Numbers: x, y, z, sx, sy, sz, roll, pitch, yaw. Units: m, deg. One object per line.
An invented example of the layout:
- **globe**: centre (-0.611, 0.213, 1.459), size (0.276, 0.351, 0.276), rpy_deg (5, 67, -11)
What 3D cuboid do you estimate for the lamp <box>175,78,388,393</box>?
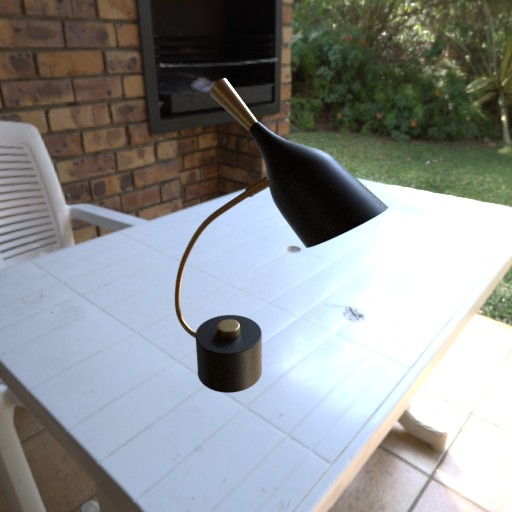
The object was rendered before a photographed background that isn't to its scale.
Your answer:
- **lamp**: centre (0.000, 0.000, 0.628), size (0.352, 0.464, 0.110), rpy_deg (18, 31, 32)
